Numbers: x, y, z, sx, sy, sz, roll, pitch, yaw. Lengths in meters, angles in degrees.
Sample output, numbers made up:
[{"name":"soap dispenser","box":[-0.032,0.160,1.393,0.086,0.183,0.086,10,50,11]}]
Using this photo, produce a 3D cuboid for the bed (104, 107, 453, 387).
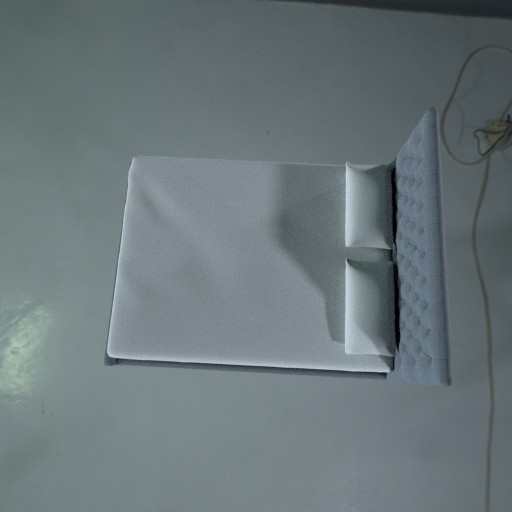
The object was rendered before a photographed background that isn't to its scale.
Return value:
[{"name":"bed","box":[0.000,0.000,3.263,2.231,1.427,1.698,3,76,1]}]
